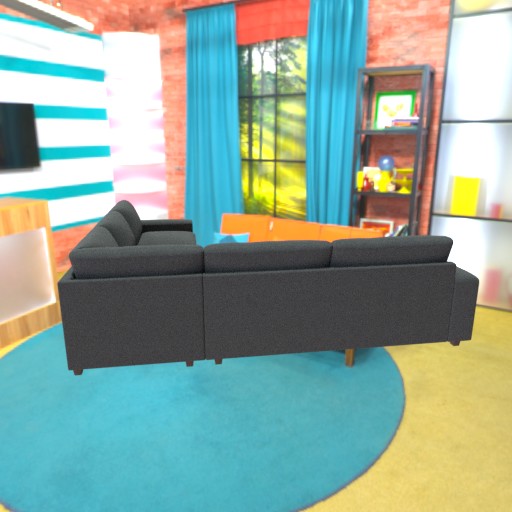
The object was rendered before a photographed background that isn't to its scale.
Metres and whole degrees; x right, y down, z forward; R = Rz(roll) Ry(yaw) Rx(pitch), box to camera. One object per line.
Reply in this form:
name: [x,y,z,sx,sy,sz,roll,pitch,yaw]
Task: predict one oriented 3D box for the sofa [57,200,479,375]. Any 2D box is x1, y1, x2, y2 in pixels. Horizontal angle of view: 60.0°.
sofa: [0.000,0.000,4.798,3.277,0.965,2.895,-2,16,-9]
